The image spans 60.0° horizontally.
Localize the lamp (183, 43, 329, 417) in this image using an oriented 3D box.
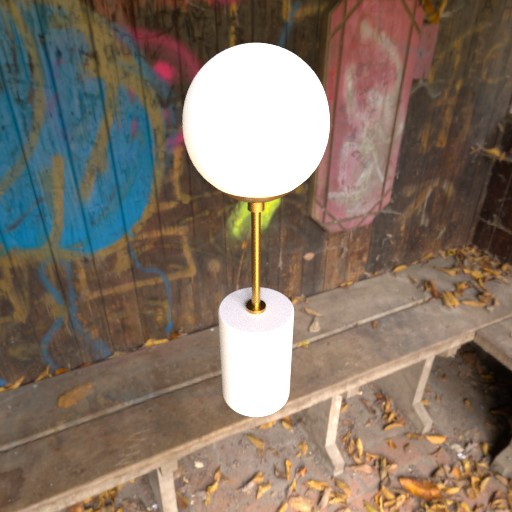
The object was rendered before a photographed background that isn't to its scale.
[{"bbox_3d":[0.000,0.000,0.552,0.153,0.480,0.153,0,31,0],"label":"lamp"}]
